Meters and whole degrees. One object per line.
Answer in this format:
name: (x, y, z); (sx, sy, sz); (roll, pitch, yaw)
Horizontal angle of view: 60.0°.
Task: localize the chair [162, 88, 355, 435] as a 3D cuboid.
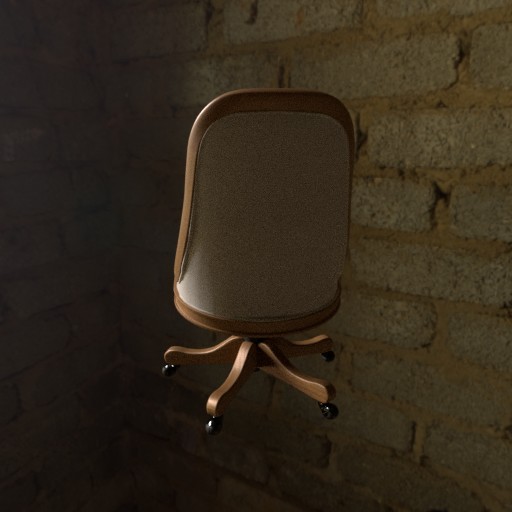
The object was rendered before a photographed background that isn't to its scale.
chair: (0.000, 0.000, 1.528); (0.702, 1.009, 0.811); (-2, 15, -7)
